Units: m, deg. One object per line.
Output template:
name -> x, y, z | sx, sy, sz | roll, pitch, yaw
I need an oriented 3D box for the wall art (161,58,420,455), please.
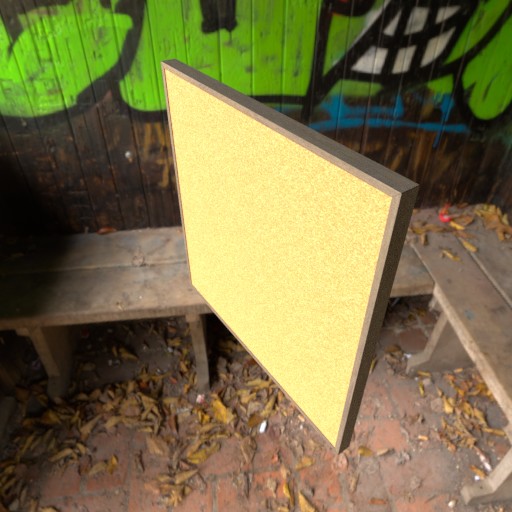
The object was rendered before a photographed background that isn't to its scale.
wall art -> 0.000, 0.000, 1.108 | 0.039, 0.758, 0.758 | -24, 45, -26
